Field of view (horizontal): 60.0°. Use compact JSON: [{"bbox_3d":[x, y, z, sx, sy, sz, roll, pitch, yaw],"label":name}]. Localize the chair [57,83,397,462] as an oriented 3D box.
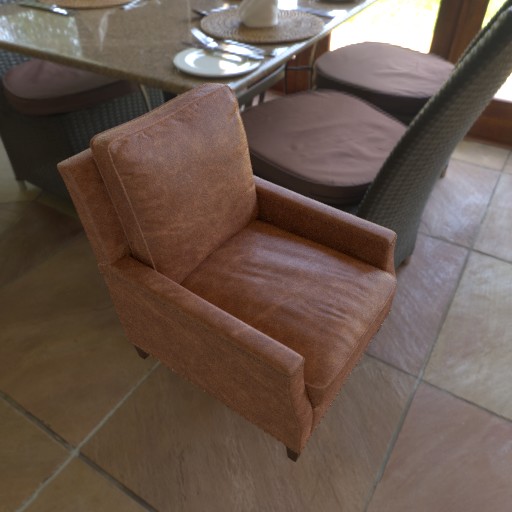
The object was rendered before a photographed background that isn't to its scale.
[{"bbox_3d":[0.000,0.000,1.791,1.035,1.054,0.854,25,47,26],"label":"chair"}]
